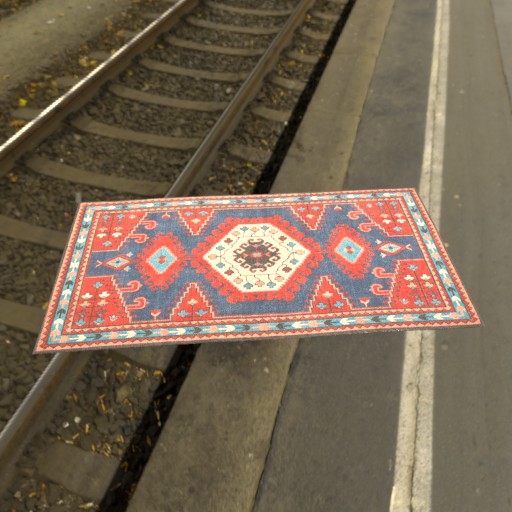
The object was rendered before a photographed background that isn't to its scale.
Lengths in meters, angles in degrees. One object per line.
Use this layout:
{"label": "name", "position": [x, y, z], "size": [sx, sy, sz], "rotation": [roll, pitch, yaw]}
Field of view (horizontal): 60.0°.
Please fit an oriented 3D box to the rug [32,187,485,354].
{"label": "rug", "position": [0.000, 0.000, 3.466], "size": [3.032, 0.034, 1.522], "rotation": [-3, 47, -3]}
